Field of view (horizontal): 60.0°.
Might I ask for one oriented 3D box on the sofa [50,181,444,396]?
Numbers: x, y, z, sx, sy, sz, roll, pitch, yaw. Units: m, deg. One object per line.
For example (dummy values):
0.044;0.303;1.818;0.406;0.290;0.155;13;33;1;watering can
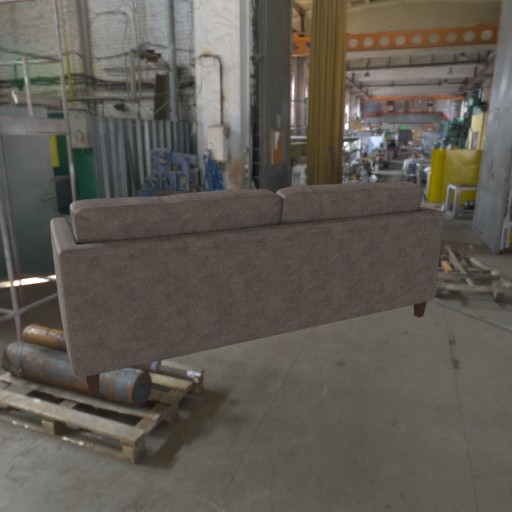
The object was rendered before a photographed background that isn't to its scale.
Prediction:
0.000;0.000;2.954;2.434;0.965;0.951;-7;17;-25;sofa
